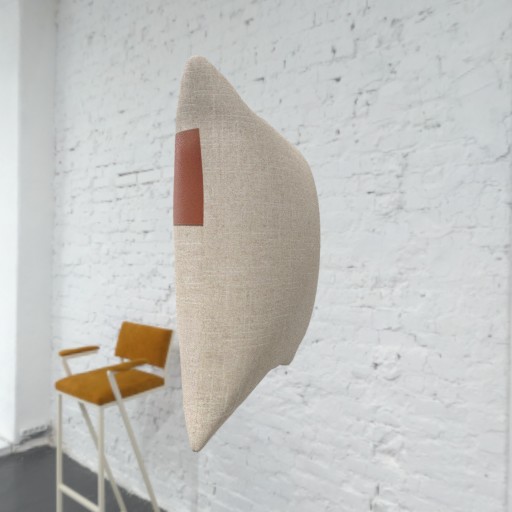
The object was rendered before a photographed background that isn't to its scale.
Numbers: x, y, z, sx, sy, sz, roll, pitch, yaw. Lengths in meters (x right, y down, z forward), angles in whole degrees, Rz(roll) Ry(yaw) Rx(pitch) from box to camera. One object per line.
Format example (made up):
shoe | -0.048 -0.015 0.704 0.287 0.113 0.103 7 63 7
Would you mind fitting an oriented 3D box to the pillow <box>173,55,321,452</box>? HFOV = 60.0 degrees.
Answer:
pillow | 0.000 0.000 0.635 0.173 0.399 0.414 0 0 18
